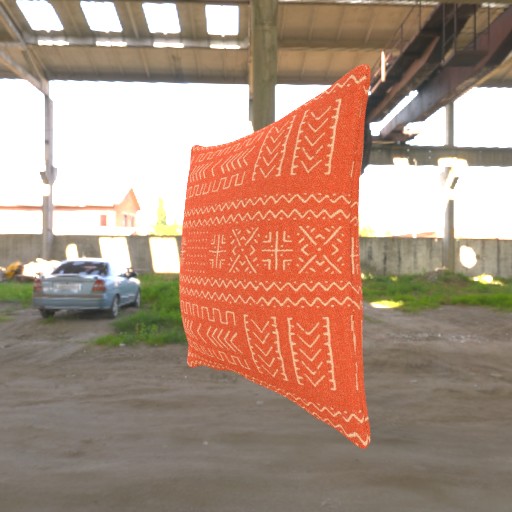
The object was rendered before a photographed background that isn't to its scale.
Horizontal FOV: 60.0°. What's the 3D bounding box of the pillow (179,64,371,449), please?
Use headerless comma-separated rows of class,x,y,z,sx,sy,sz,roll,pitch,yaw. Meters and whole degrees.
pillow,0.000,0.000,0.669,0.164,0.429,0.438,0,0,-35
